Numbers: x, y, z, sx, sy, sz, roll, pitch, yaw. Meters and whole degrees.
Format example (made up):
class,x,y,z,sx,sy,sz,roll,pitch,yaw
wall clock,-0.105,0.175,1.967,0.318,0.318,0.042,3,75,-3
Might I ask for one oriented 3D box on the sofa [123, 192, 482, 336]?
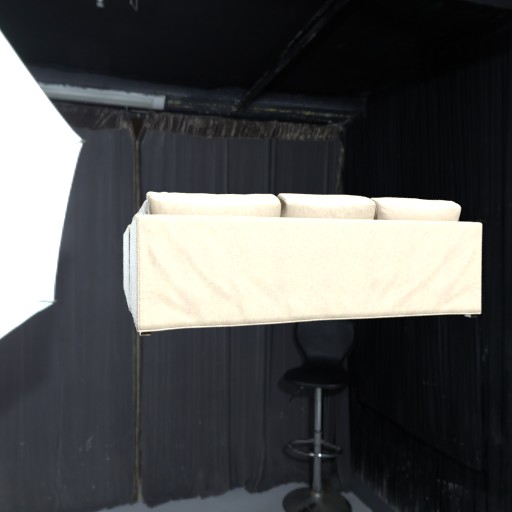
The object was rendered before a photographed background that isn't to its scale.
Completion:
class,x,y,z,sx,sy,sz,roll,pitch,yaw
sofa,0.000,0.000,4.333,2.432,0.871,3.182,0,1,-18
